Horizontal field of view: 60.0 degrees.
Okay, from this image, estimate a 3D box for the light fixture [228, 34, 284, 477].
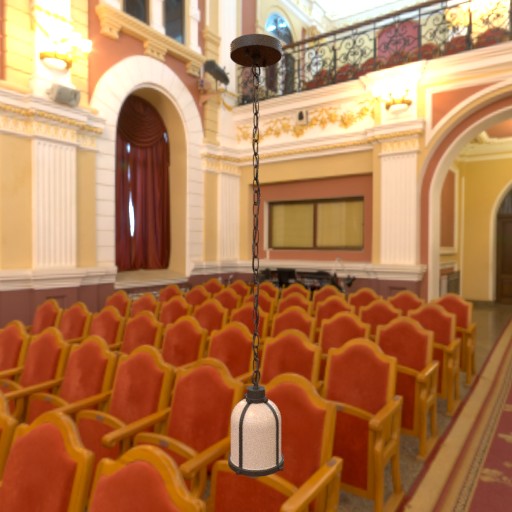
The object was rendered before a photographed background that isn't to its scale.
[{"bbox_3d":[0.000,0.000,1.257,0.178,1.181,0.178,1,1,35],"label":"light fixture"}]
